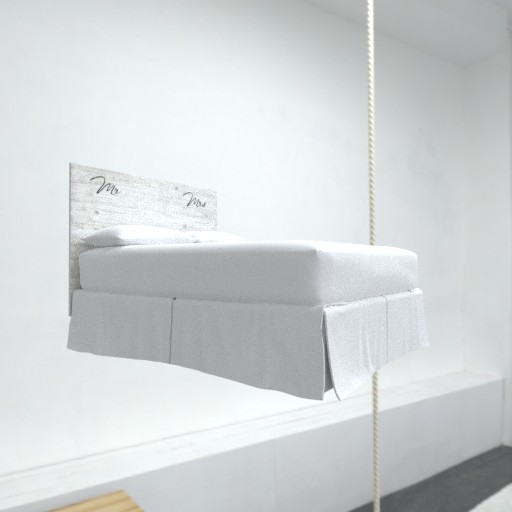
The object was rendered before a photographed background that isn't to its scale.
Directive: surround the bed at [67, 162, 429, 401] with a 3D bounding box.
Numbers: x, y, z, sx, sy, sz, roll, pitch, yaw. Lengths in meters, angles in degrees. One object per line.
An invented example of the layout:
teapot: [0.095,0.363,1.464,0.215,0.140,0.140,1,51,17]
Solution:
bed: [0.000,0.000,3.249,2.094,1.335,1.745,0,-1,36]
